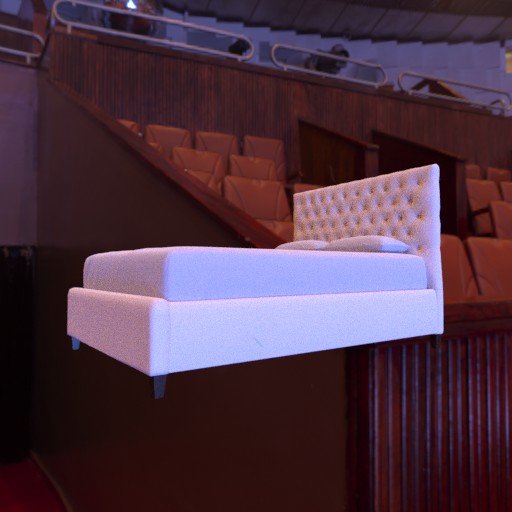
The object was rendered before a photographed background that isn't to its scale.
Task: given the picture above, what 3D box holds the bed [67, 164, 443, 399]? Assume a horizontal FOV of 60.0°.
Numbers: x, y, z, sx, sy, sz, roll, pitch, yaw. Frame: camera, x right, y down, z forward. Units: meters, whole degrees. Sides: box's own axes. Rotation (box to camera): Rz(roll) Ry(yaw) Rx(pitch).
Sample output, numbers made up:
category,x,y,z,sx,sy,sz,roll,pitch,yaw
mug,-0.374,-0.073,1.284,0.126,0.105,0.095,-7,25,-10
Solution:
category,x,y,z,sx,sy,sz,roll,pitch,yaw
bed,0.000,0.000,3.436,2.387,1.427,1.698,1,-2,-35
